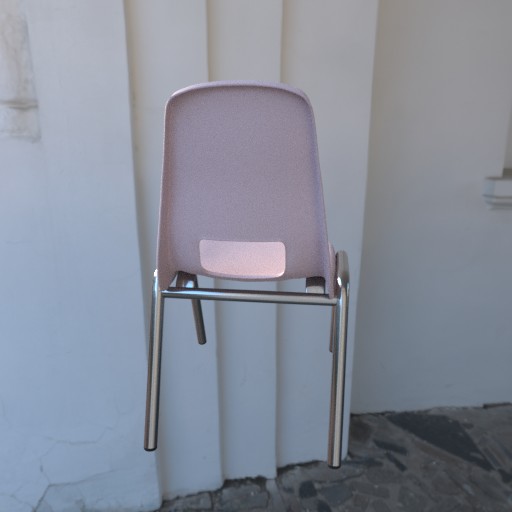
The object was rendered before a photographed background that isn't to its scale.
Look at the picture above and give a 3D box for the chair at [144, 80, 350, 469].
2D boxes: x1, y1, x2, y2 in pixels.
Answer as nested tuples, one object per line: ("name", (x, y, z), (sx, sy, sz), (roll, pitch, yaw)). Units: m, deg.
("chair", (0.000, 0.000, 0.847), (0.354, 0.586, 0.423), (2, 15, 7))
